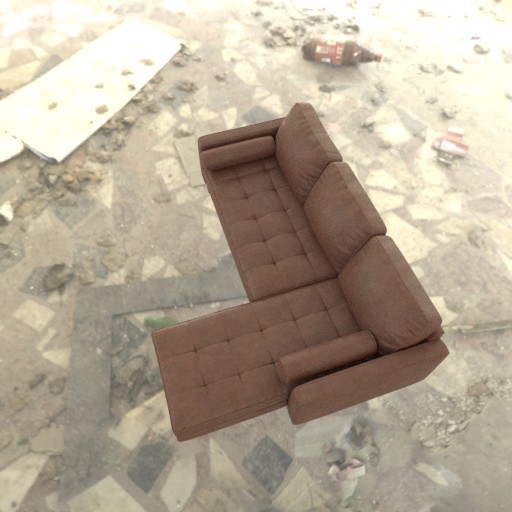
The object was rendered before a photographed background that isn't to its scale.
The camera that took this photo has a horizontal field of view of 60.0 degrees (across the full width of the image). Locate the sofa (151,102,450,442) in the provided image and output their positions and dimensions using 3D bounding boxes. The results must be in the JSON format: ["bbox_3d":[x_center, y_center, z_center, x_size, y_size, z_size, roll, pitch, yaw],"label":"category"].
[{"bbox_3d":[0.000,0.000,3.052,1.613,0.841,2.185,-16,59,-10],"label":"sofa"}]
